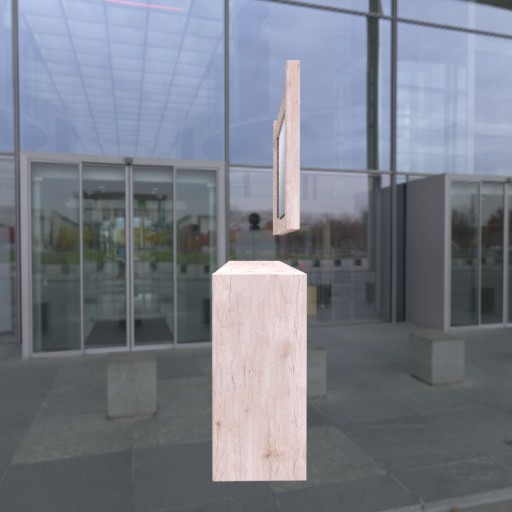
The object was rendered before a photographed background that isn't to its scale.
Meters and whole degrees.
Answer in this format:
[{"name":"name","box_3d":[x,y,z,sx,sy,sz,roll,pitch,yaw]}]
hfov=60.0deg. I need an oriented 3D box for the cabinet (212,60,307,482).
[{"name":"cabinet","box_3d":[0.000,0.000,2.806,0.420,1.981,1.700,0,1,-1]}]
